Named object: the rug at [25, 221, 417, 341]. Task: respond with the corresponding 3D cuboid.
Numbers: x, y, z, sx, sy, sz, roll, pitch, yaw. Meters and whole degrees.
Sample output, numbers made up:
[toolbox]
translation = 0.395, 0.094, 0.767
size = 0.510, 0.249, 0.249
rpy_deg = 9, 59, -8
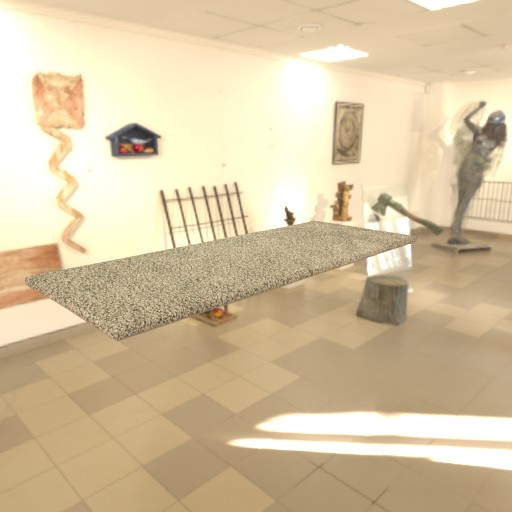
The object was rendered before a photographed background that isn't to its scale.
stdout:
[rug]
translation = 0.000, 0.000, 1.750
size = 1.524, 0.030, 0.609
rpy_deg = -14, 20, -43
